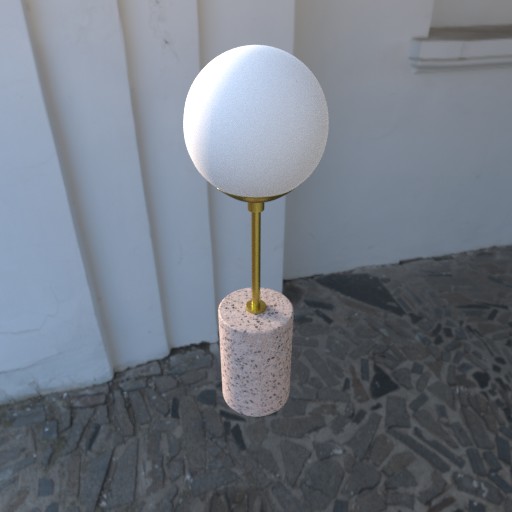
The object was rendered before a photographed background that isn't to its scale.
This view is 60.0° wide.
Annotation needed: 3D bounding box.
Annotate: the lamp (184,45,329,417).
[{"bbox_3d":[0.000,0.000,0.557,0.153,0.480,0.153,0,31,0],"label":"lamp"}]
